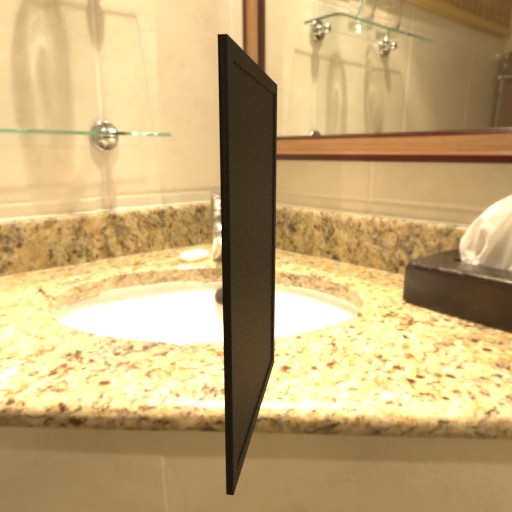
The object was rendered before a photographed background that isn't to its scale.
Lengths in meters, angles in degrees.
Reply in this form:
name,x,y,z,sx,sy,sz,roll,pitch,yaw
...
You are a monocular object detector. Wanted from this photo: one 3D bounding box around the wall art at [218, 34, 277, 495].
name,x,y,z,sx,sy,sz,roll,pitch,yaw
wall art,0.000,0.000,0.830,0.012,0.661,0.451,2,14,10
